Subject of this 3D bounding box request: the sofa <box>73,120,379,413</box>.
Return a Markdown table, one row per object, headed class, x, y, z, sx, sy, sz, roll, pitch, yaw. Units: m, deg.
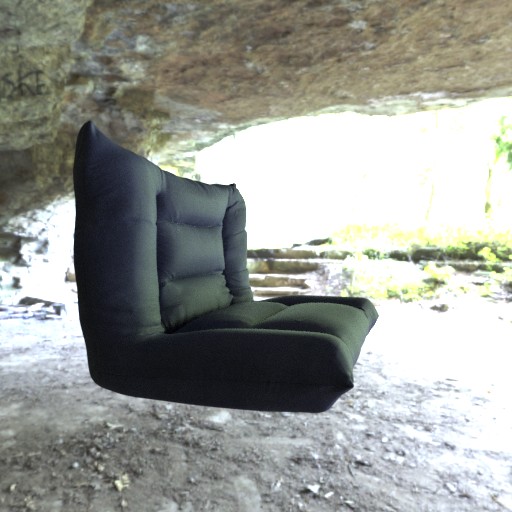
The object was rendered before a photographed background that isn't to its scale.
| class | x | y | z | sx | sy | sz | roll | pitch | yaw |
| --- | --- | --- | --- | --- | --- | --- | --- | --- | --- |
| sofa | 0.000 | 0.000 | 1.666 | 0.849 | 0.778 | 1.122 | 1 | 2 | 19 |
